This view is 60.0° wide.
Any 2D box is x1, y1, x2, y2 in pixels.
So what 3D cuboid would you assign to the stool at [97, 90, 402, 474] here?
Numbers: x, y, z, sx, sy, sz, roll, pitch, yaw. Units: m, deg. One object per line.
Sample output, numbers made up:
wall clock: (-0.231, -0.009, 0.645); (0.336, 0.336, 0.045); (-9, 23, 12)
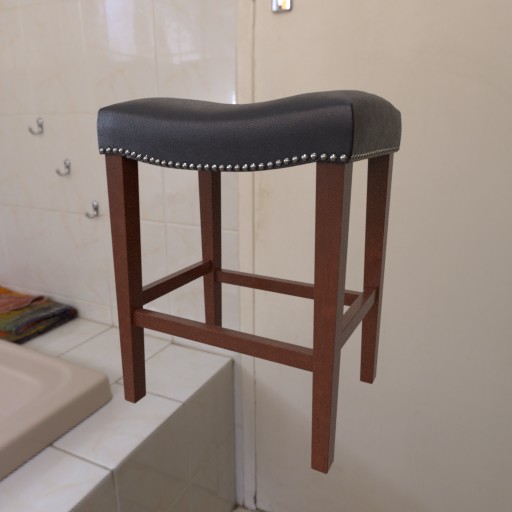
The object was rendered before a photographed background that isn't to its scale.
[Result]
stool: (0.000, 0.000, 0.958); (0.504, 0.654, 0.372); (8, 18, 27)
